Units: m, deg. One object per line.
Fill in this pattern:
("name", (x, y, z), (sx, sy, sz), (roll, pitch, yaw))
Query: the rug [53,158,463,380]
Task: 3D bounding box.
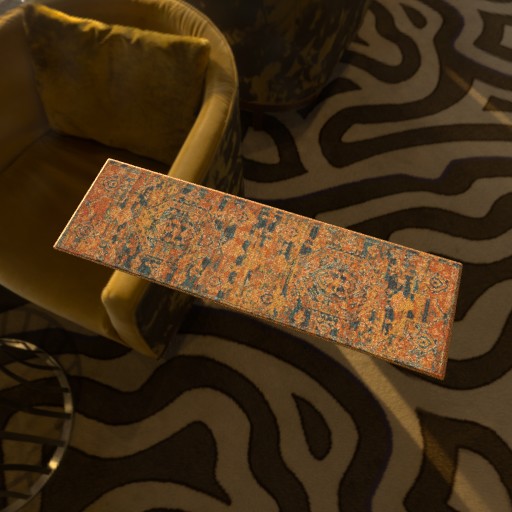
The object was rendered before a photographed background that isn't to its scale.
("rug", (0.000, 0.000, 2.054), (1.820, 0.013, 0.556), (18, 65, 8))
